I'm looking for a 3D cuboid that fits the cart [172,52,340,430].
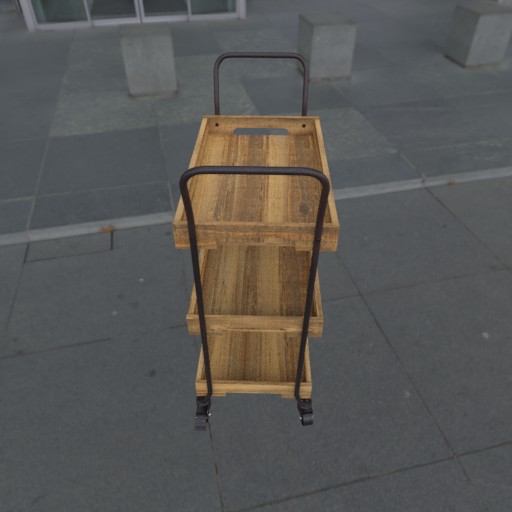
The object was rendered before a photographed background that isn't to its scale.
[{"bbox_3d":[0.000,0.000,1.177,0.339,0.857,0.583,1,41,1],"label":"cart"}]
